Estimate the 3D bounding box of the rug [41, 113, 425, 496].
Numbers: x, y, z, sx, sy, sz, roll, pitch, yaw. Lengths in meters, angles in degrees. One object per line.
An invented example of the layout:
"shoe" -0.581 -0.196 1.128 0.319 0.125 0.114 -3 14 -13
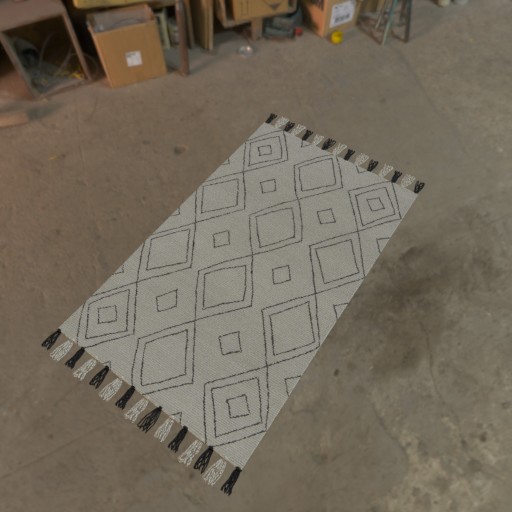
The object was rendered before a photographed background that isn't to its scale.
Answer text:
"rug" 0.000 0.000 3.238 1.524 0.021 2.755 30 63 18
